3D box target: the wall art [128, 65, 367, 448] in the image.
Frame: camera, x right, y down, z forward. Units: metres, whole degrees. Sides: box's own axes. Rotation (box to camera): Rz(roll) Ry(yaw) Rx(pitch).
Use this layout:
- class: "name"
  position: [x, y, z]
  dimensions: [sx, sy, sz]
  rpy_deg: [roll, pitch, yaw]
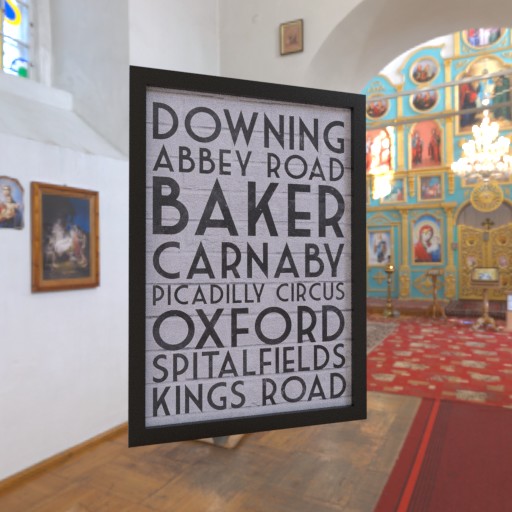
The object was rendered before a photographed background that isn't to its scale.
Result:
- class: "wall art"
  position: [0.000, 0.000, 0.551]
  dimensions: [0.304, 0.432, 0.013]
  rpy_deg: [0, -1, -17]
